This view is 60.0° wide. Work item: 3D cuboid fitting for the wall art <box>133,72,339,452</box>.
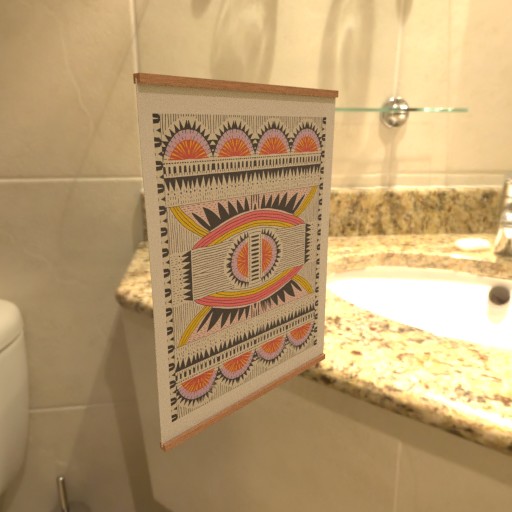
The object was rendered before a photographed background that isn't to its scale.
[{"bbox_3d":[0.000,0.000,1.398,0.765,1.016,0.028,-16,22,-42],"label":"wall art"}]
